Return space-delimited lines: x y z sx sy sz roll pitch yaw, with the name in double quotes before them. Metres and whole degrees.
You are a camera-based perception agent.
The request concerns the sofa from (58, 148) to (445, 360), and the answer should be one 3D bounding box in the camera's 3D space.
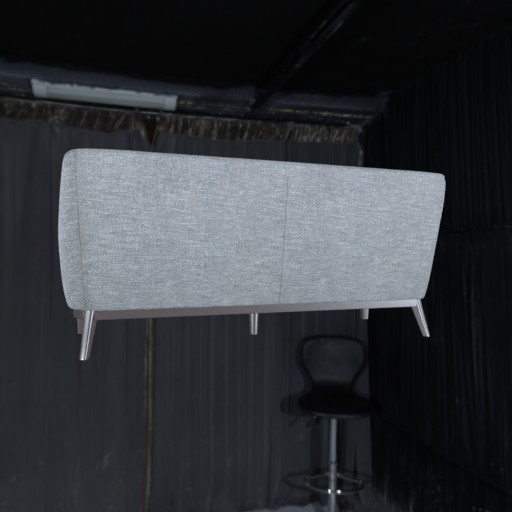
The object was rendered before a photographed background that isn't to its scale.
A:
"sofa" 0.000 0.000 2.314 1.928 0.829 0.867 0 0 -18
